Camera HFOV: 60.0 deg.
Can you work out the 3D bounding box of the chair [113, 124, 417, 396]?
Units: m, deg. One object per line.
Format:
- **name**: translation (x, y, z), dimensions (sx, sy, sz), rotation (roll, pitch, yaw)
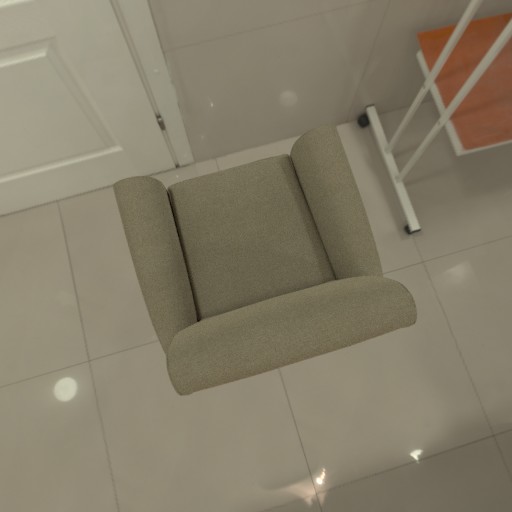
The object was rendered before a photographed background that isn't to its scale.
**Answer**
- **chair**: translation (0.000, 0.000, 1.824), dimensions (0.978, 1.061, 0.905), rotation (-16, 76, -4)
